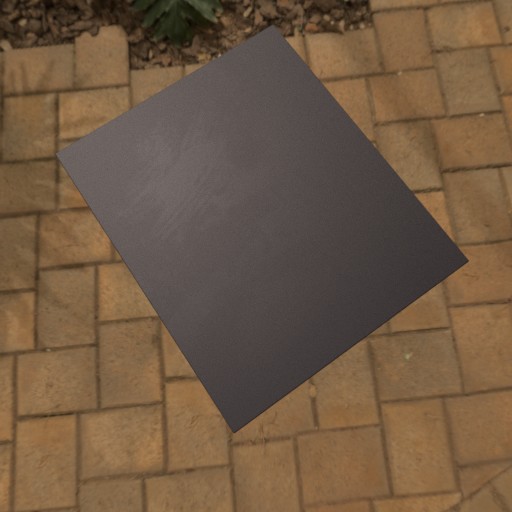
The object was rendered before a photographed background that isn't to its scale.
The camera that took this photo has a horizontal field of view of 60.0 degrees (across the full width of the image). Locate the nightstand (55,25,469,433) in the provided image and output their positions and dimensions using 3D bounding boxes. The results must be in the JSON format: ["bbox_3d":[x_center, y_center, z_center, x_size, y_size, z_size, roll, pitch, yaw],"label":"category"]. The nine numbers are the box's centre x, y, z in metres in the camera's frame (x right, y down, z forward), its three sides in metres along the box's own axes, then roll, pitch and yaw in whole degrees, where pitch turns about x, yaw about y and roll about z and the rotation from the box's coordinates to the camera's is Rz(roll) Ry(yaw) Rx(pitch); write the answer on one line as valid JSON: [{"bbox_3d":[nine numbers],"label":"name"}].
[{"bbox_3d":[0.000,0.000,0.947,0.402,0.623,0.479,-34,79,-8],"label":"nightstand"}]
